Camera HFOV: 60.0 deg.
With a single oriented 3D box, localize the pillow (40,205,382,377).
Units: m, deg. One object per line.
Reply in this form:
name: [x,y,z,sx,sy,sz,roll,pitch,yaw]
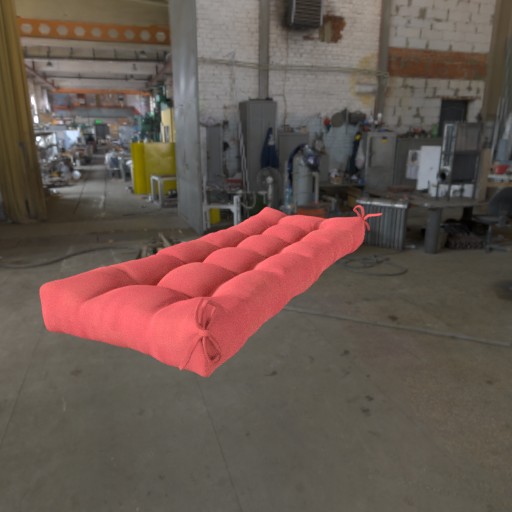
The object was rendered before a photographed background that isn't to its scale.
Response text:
pillow: [0.000,0.000,1.322,0.511,0.174,1.194,8,18,26]
